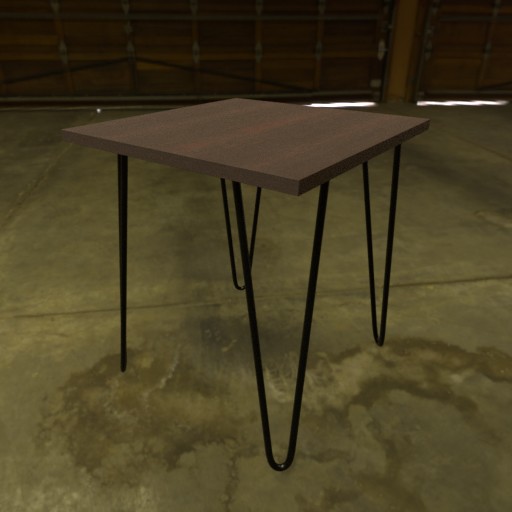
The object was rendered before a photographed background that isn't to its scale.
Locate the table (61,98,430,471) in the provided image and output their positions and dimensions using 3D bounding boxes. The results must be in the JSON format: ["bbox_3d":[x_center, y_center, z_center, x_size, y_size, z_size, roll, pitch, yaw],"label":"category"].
[{"bbox_3d":[0.000,0.000,0.962,0.495,0.559,0.495,19,33,32],"label":"table"}]
